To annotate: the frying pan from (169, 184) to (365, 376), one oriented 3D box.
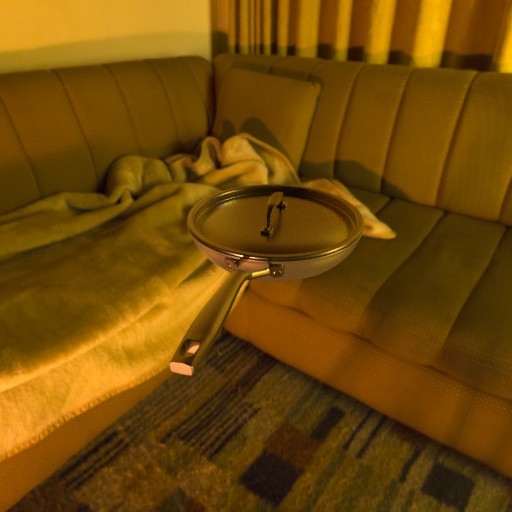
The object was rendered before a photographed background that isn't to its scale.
[{"bbox_3d":[0.000,0.000,0.603,0.272,0.086,0.490,8,31,14],"label":"frying pan"}]
